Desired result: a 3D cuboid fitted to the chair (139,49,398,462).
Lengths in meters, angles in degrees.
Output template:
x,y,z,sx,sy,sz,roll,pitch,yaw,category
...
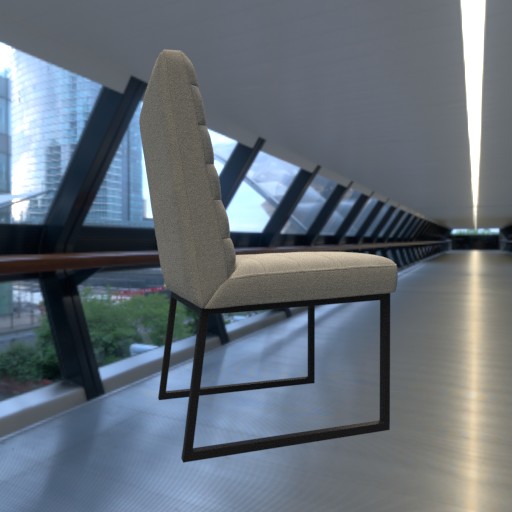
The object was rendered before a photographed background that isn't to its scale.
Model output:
x,y,z,sx,sy,sz,roll,pitch,yaw,category
0.000,0.000,1.301,0.634,0.930,0.520,0,1,-19,chair
